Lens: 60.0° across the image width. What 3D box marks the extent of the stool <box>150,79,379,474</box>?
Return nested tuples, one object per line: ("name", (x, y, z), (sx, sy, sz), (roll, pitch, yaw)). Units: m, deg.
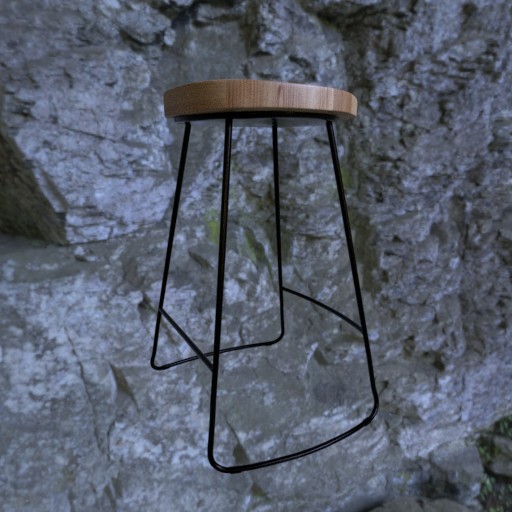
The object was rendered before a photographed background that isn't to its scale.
("stool", (0.000, 0.000, 0.975), (0.401, 0.679, 0.480), (-7, 16, -27))
